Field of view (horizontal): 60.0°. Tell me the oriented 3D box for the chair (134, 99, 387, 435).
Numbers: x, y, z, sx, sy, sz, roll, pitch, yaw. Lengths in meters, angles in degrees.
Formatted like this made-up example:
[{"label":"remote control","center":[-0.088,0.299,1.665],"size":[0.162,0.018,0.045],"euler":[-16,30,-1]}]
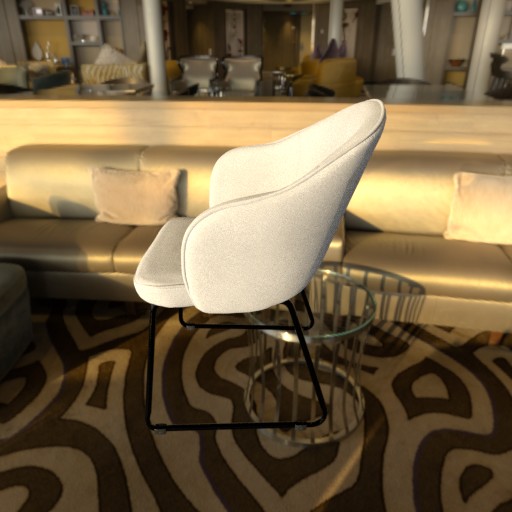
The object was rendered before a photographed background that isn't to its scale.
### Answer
[{"label":"chair","center":[0.000,0.000,1.219],"size":[0.592,0.817,0.570],"euler":[0,25,1]}]
